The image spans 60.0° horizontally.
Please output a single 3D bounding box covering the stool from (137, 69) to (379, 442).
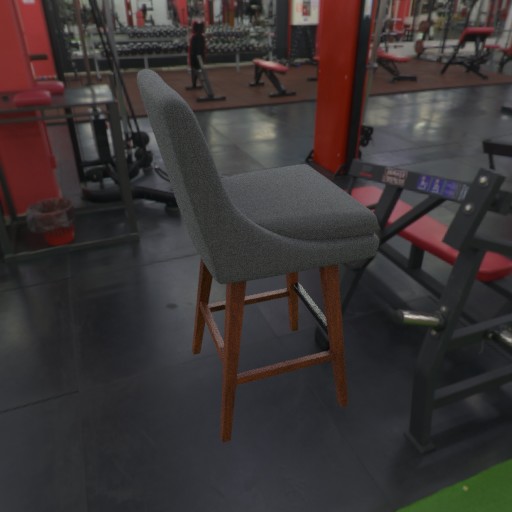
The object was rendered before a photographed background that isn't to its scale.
[{"bbox_3d":[0.000,0.000,1.271,0.524,0.977,0.447,-10,32,-17],"label":"stool"}]
